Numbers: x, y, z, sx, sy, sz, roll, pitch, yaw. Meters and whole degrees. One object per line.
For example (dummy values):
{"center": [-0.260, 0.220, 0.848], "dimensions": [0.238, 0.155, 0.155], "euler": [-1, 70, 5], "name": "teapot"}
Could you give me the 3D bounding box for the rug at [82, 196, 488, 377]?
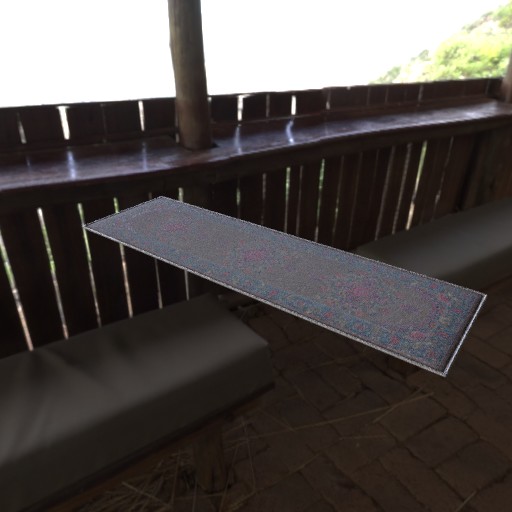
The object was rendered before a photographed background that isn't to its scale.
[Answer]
{"center": [0.000, 0.000, 1.998], "dimensions": [1.827, 0.012, 0.553], "euler": [19, 33, 32], "name": "rug"}
